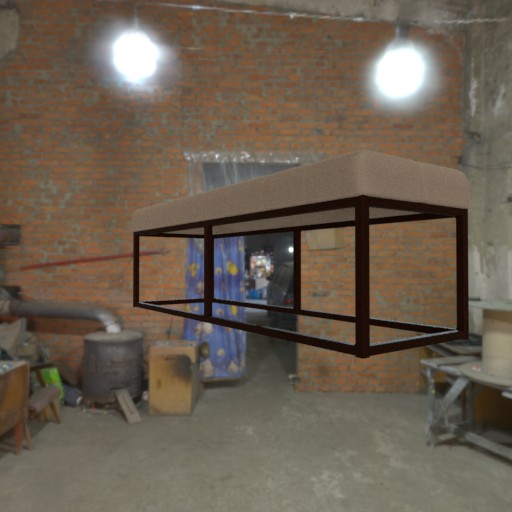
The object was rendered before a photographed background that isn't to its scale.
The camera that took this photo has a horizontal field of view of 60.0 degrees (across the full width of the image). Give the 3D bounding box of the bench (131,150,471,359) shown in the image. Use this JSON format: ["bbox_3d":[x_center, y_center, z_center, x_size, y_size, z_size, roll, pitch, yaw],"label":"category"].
[{"bbox_3d":[0.000,0.000,1.729,0.479,0.488,1.488,1,-1,-36],"label":"bench"}]
